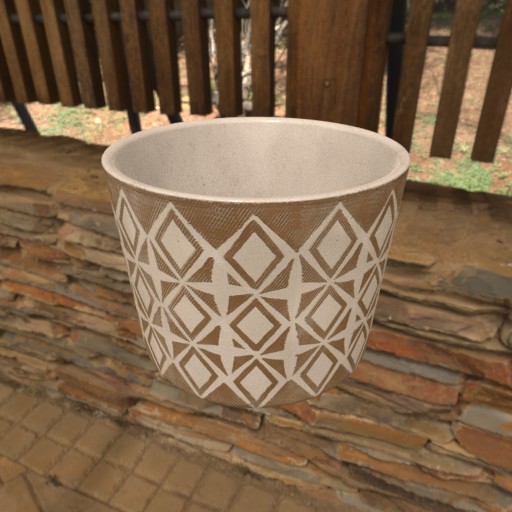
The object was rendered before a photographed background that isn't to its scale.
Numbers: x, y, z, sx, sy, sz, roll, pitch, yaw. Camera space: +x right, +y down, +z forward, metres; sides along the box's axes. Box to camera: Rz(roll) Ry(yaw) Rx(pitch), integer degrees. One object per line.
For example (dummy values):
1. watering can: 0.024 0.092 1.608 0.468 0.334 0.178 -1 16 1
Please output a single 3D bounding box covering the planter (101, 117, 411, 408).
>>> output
1. planter: 0.000 0.000 0.442 0.260 0.220 0.260 0 28 0
